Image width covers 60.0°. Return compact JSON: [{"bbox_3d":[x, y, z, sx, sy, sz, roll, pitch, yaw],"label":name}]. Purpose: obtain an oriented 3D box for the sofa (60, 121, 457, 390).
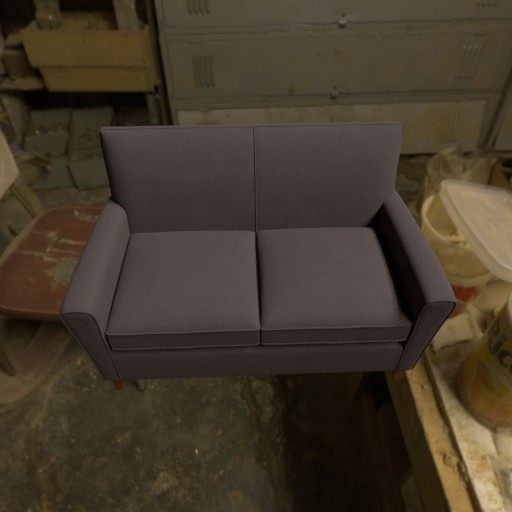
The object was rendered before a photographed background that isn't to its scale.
[{"bbox_3d":[0.000,0.000,1.983,1.420,0.846,0.871,-2,46,-2],"label":"sofa"}]
